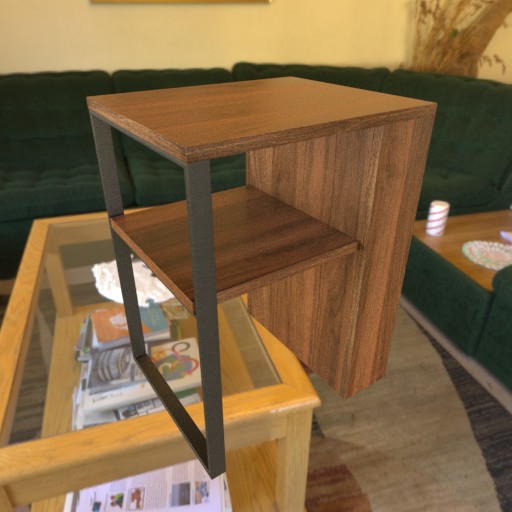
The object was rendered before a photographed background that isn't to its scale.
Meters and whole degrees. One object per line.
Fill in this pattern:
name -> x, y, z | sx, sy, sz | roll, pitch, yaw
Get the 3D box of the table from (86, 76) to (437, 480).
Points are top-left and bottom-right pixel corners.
table -> 0.000, 0.000, 1.543 | 0.786, 1.041, 0.660 | -19, 34, -30
